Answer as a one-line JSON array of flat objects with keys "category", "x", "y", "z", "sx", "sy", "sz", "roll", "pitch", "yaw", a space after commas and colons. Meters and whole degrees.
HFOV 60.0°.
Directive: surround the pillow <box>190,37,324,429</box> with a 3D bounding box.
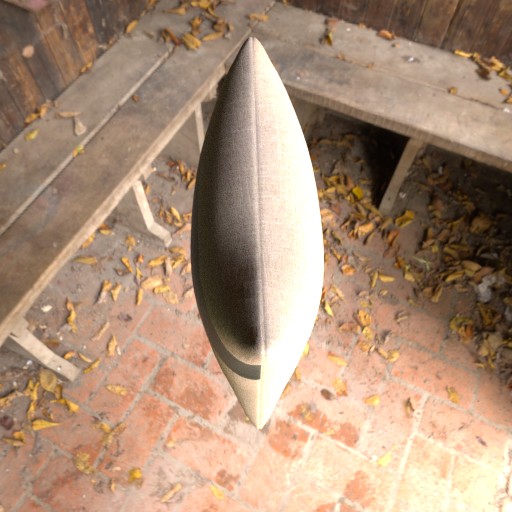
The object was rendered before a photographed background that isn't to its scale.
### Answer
[{"category": "pillow", "x": 0.000, "y": 0.000, "z": 0.626, "sx": 0.173, "sy": 0.399, "sz": 0.414, "roll": -1, "pitch": 60, "yaw": -1}]
